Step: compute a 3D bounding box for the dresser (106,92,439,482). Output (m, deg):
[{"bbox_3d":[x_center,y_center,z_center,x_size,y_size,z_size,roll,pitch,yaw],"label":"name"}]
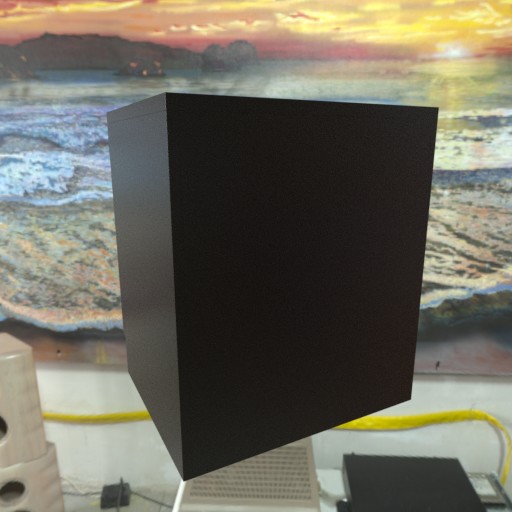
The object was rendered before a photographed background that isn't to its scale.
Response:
[{"bbox_3d":[0.000,0.000,0.753,0.400,0.470,0.360,-7,16,-27],"label":"dresser"}]
